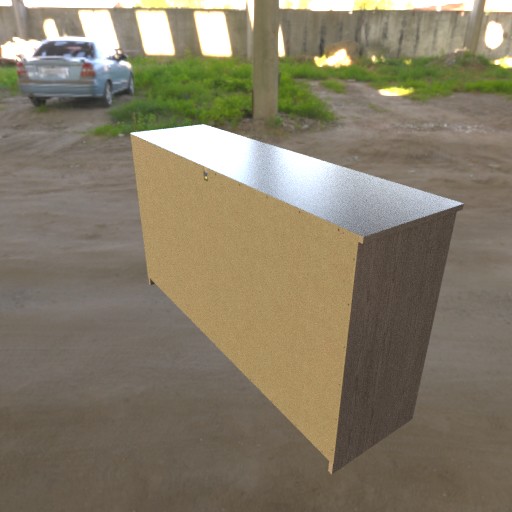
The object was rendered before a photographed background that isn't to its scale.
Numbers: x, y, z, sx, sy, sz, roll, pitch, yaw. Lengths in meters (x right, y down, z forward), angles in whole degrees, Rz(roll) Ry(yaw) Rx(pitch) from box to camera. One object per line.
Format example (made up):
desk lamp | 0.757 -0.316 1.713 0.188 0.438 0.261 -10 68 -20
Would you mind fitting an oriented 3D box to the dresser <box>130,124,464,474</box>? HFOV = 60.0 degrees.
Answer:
dresser | 0.000 0.000 1.702 0.401 0.755 1.360 -17 31 -31
